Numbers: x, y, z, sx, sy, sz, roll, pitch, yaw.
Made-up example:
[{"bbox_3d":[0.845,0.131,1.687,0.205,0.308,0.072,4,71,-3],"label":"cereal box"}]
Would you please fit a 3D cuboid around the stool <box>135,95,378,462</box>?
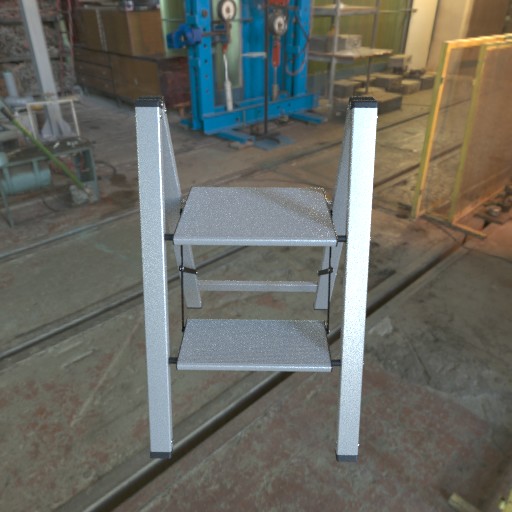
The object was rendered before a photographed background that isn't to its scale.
[{"bbox_3d":[0.000,0.000,0.978,0.440,0.670,0.535,1,31,1],"label":"stool"}]
